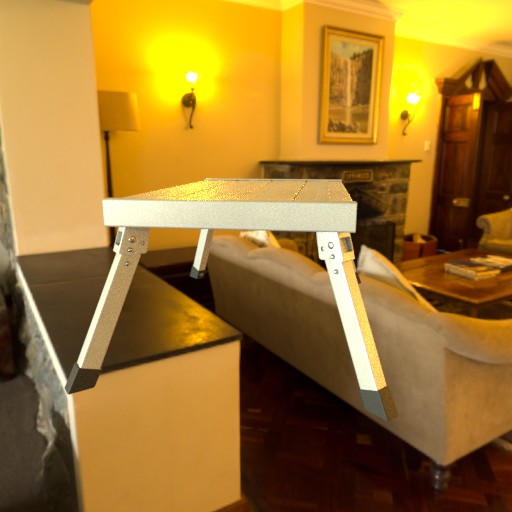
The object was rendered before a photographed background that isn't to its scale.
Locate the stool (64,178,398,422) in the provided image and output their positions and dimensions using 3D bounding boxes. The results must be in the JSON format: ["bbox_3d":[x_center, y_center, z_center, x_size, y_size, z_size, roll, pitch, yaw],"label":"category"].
[{"bbox_3d":[0.000,0.000,0.722,0.385,0.225,0.535,2,13,8],"label":"stool"}]
